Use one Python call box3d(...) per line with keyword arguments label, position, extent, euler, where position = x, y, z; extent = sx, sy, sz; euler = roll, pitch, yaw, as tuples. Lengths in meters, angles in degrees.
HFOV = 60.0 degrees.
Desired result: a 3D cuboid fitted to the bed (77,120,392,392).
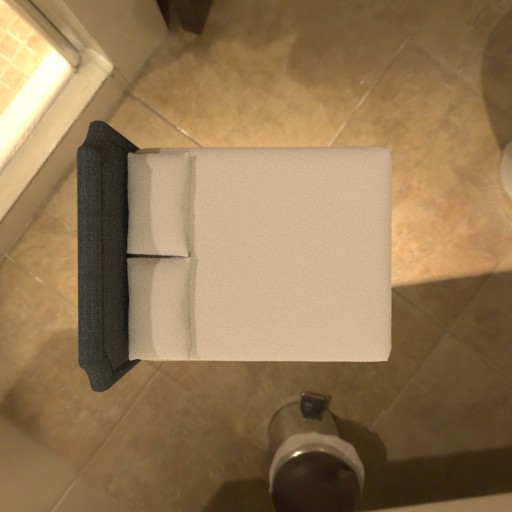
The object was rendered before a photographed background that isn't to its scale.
box3d(label="bed", position=(0.000, 0.000, 3.357), extent=(2.208, 1.297, 1.828), euler=(0, 91, 1))
